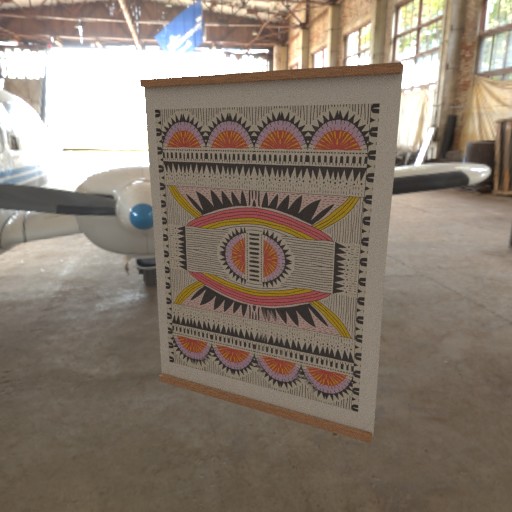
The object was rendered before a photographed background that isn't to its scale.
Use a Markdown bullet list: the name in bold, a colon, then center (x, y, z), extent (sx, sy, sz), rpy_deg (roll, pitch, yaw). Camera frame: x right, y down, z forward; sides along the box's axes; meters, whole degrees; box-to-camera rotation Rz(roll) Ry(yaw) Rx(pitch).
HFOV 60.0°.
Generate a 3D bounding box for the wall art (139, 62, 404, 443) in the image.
- **wall art**: center (0.000, 0.000, 0.793), extent (0.456, 0.609, 0.028), rpy_deg (7, 17, 25)
